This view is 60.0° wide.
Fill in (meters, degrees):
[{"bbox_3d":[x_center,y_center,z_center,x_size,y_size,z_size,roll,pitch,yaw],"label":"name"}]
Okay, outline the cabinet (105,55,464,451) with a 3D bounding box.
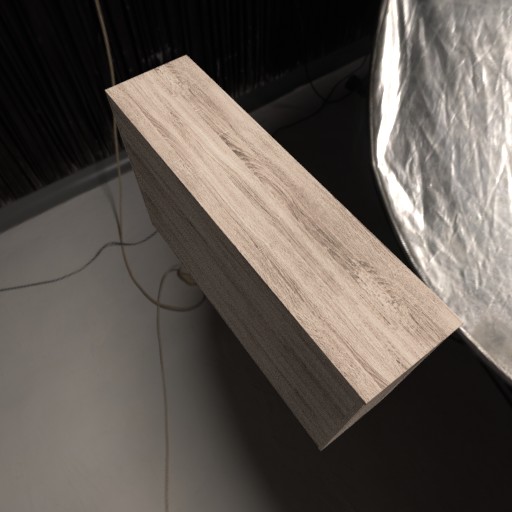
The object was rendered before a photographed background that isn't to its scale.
[{"bbox_3d":[0.000,0.000,1.846,0.380,0.900,1.450,-32,64,-18],"label":"cabinet"}]
